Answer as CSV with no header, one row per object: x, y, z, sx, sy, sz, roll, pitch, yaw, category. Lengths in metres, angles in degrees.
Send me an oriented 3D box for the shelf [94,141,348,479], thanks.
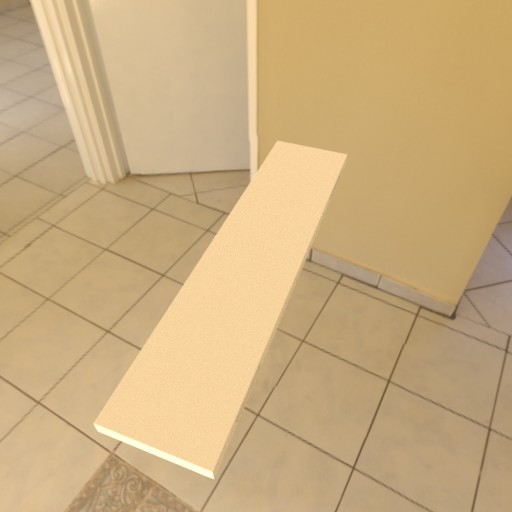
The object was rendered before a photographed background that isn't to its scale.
0.000,0.000,0.661,0.140,0.020,0.610,15,47,14,shelf
